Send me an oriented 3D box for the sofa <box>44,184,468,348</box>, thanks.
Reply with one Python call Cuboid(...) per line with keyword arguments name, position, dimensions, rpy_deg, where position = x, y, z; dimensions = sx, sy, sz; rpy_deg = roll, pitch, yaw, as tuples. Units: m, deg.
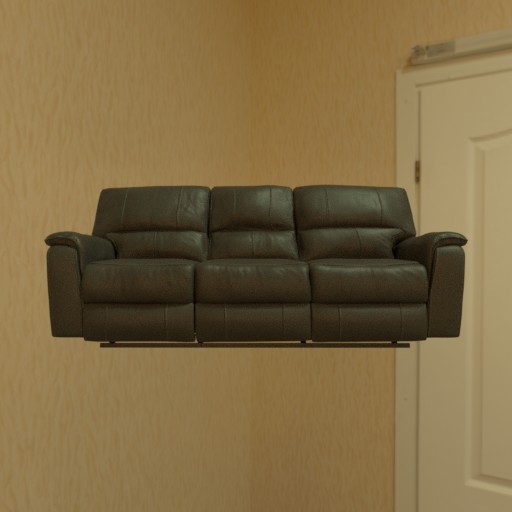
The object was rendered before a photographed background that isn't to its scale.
Cuboid(name="sofa", position=(0.000, 0.000, 3.178), dimensions=(2.627, 1.134, 1.104), rpy_deg=(0, 1, 0))
